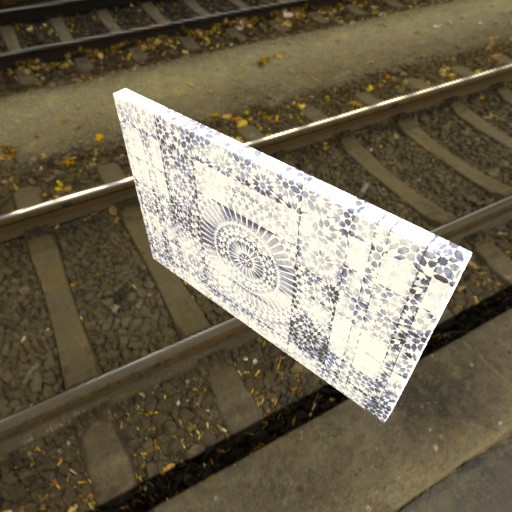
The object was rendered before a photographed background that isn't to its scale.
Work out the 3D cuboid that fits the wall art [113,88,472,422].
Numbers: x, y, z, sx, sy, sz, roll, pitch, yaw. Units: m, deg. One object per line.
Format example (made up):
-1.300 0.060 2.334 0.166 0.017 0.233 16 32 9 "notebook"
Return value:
0.000 0.000 0.765 0.608 0.406 0.030 32 54 26 "wall art"
